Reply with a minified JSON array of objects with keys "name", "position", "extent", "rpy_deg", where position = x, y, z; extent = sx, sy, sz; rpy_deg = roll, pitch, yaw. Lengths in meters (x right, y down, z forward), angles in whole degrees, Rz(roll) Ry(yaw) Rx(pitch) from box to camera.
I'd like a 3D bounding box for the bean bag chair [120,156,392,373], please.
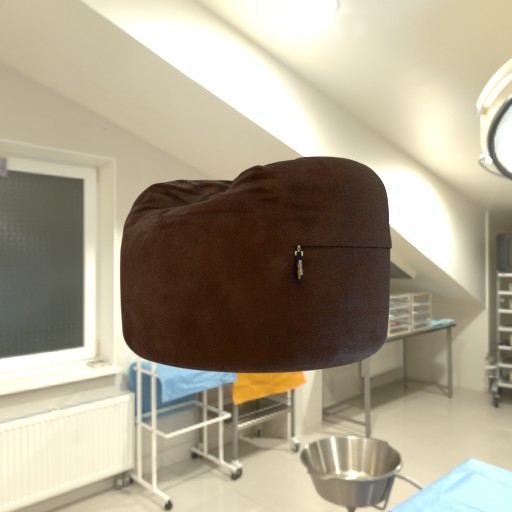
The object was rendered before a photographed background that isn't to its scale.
[{"name":"bean bag chair","position":[0.000,0.000,1.559],"extent":[0.918,0.616,0.918],"rpy_deg":[0,0,0]}]
